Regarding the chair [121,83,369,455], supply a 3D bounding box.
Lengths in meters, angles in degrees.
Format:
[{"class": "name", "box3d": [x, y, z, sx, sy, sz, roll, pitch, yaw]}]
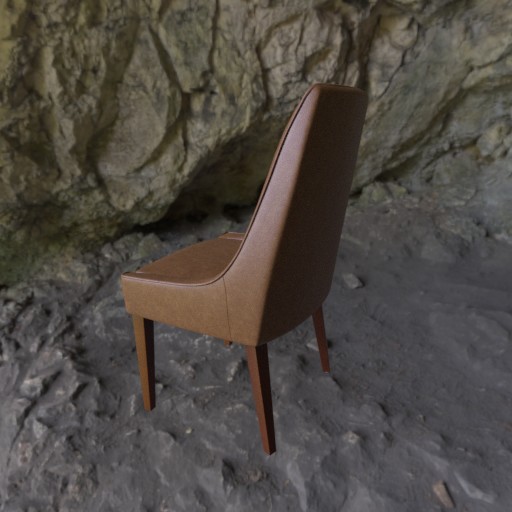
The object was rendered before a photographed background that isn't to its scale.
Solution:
[{"class": "chair", "box3d": [0.000, 0.000, 1.232, 0.544, 0.861, 0.529, 9, 19, 26]}]
